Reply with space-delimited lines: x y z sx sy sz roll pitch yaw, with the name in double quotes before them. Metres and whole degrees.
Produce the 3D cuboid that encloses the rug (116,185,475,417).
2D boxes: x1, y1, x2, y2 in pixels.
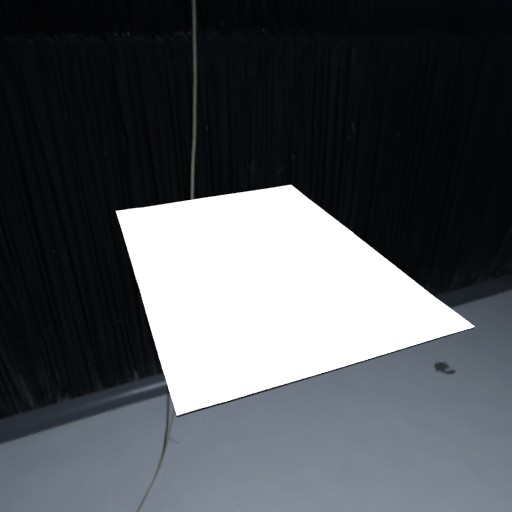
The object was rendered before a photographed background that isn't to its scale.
"rug" 0.000 0.000 3.798 2.032 0.038 2.869 -11 32 -18
